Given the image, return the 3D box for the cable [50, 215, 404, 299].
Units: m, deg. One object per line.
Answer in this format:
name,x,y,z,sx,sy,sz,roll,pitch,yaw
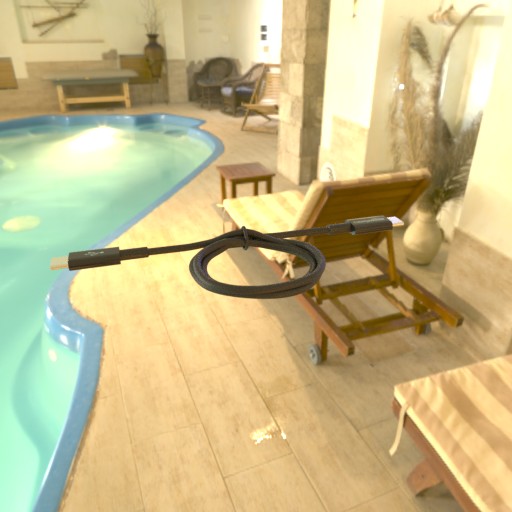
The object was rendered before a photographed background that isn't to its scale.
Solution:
cable,0.000,0.000,0.228,0.203,0.014,0.070,-8,28,-15
